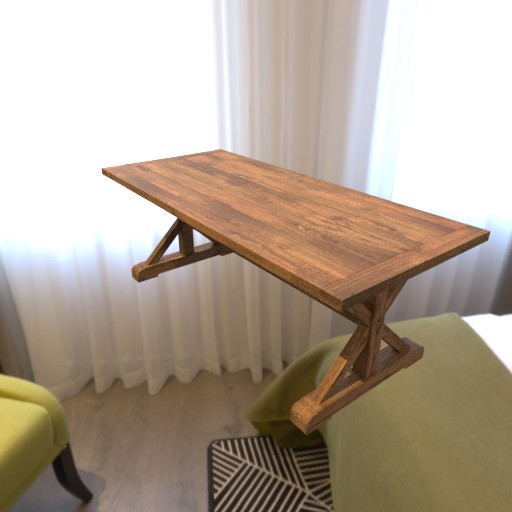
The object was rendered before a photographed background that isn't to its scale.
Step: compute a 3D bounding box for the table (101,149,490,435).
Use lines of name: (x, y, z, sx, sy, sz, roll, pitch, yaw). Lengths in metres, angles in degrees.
table: (0.000, 0.000, 2.483, 0.907, 0.733, 2.031, -18, 31, -34)
